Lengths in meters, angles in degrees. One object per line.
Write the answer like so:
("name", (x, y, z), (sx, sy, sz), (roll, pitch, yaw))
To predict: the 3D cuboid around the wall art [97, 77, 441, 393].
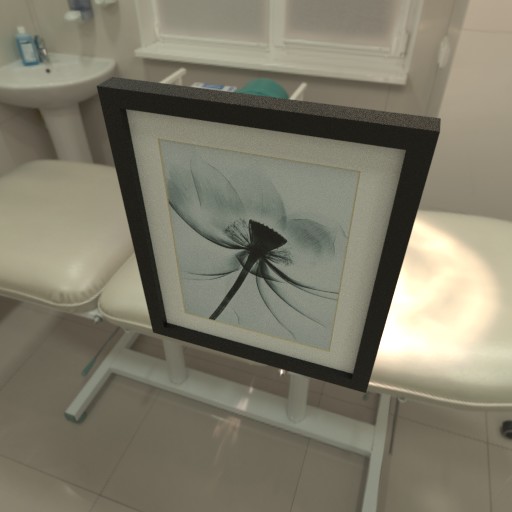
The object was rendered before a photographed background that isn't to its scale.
("wall art", (0.000, 0.000, 0.539), (0.330, 0.381, 0.029), (13, 42, 14))
